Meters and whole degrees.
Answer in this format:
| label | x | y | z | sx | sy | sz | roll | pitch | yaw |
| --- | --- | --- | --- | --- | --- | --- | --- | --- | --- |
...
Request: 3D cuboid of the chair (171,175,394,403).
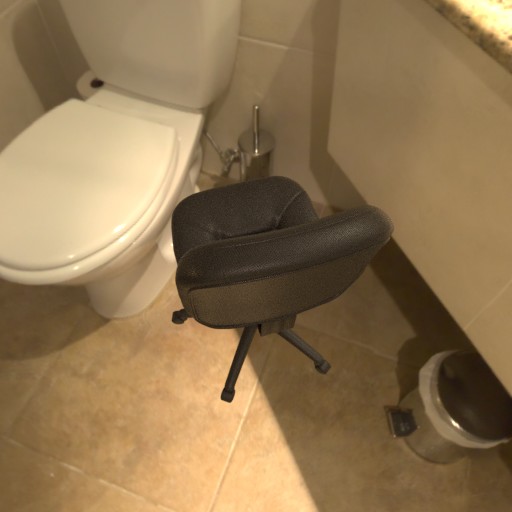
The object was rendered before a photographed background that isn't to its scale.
| label | x | y | z | sx | sy | sz | roll | pitch | yaw |
| --- | --- | --- | --- | --- | --- | --- | --- | --- | --- |
| chair | 0.000 | 0.000 | 1.368 | 0.647 | 0.959 | 0.646 | -14 | 59 | -9 |
